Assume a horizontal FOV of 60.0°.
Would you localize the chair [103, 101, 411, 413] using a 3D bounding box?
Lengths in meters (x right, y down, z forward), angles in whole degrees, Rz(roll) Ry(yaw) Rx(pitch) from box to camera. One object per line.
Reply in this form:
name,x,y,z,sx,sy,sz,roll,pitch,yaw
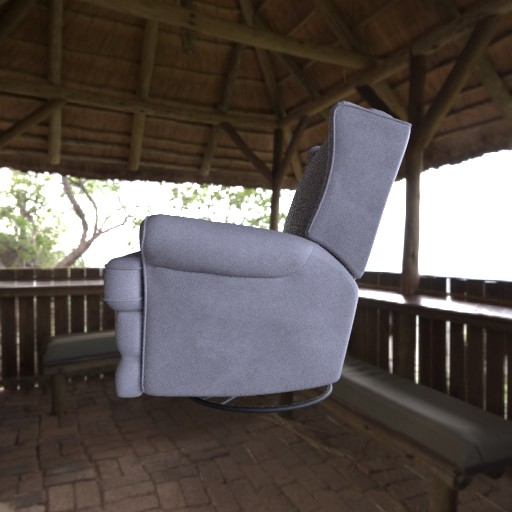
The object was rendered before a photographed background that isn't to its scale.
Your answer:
chair,0.000,0.000,1.709,0.969,1.011,0.847,0,1,0
